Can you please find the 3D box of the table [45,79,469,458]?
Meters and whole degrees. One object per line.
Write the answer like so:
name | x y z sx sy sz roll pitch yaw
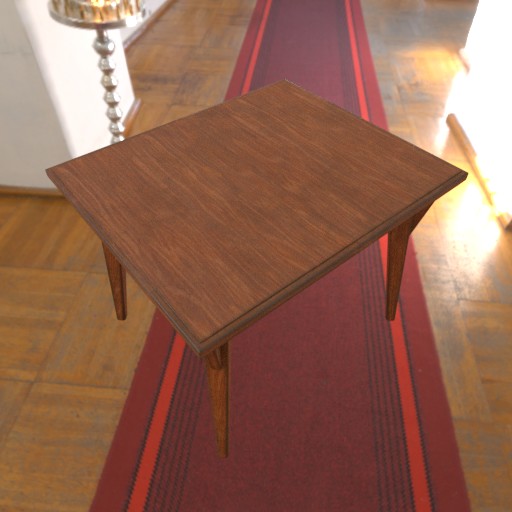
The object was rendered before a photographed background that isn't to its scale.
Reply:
table | 0.000 0.000 1.625 0.991 0.761 0.838 -31 53 -26
